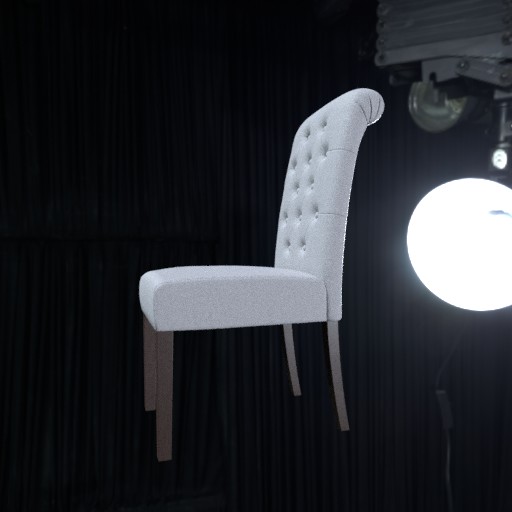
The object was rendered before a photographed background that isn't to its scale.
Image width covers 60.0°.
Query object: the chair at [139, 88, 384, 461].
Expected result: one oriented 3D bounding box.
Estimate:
[{"bbox_3d":[0.000,0.000,1.378,0.671,1.006,0.456,0,0,-19],"label":"chair"}]
